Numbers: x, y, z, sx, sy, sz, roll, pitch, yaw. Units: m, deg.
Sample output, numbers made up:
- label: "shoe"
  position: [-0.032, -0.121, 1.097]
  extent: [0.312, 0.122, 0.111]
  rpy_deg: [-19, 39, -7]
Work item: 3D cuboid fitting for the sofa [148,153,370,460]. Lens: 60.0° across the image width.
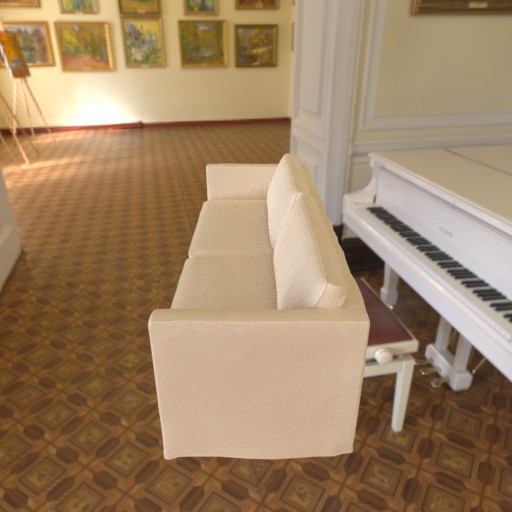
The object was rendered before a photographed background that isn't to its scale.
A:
- label: "sofa"
  position: [0.000, 0.000, 3.329]
  extent: [1.036, 0.999, 2.779]
  rpy_deg: [0, 26, 0]
